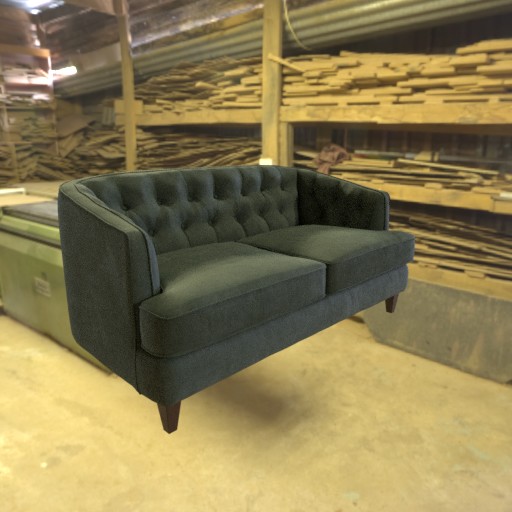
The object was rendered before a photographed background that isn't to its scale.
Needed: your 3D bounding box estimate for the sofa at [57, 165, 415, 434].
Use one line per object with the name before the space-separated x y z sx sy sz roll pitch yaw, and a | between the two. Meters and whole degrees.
sofa | 0.000 0.000 2.248 0.941 0.855 1.733 14 20 43
